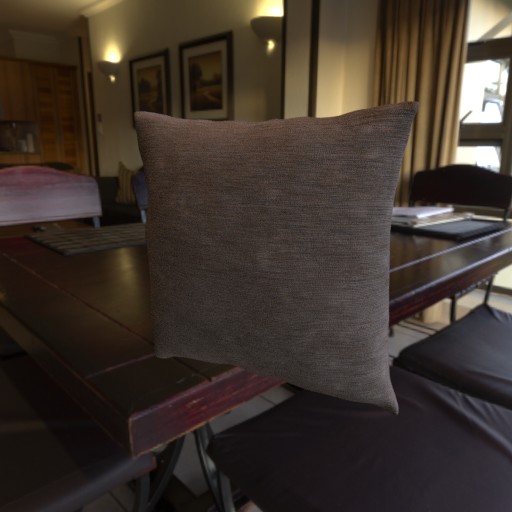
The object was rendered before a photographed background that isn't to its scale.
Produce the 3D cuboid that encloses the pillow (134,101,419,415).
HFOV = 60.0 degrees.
[{"bbox_3d":[0.000,0.000,0.681,0.452,0.439,0.204,7,16,26],"label":"pillow"}]
